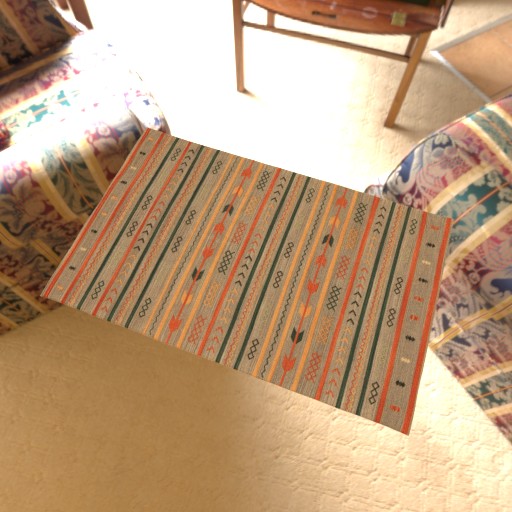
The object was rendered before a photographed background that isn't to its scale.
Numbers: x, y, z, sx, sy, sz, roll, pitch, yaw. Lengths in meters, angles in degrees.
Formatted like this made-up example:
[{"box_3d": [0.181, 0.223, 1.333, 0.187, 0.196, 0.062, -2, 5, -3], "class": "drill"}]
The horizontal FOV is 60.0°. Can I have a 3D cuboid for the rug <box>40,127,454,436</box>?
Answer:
[{"box_3d": [0.000, 0.000, 3.027, 2.439, 0.029, 1.537, 19, 65, 9], "class": "rug"}]
